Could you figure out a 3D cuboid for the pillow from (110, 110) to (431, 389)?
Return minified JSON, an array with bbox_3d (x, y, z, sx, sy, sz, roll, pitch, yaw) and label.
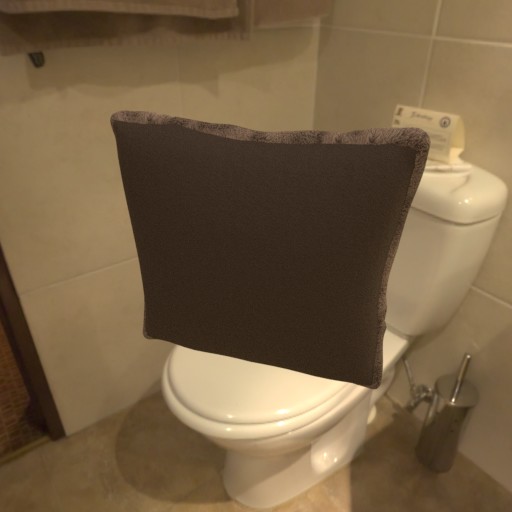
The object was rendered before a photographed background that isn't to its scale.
[{"bbox_3d":[0.000,0.000,0.823,0.522,0.520,0.204,9,33,14],"label":"pillow"}]
